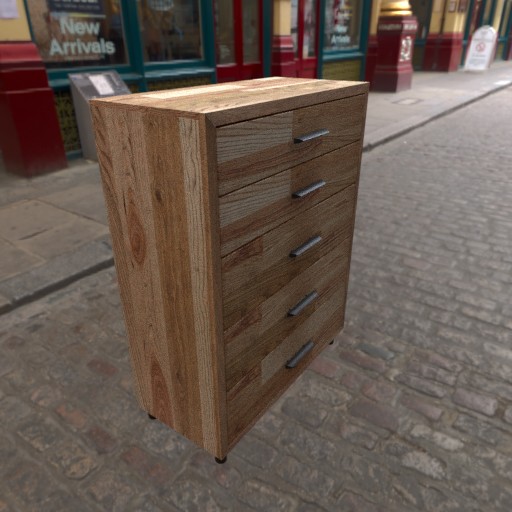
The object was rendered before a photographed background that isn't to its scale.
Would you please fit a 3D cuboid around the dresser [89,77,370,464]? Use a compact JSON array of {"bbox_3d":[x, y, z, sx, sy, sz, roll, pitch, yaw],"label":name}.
[{"bbox_3d":[0.000,0.000,1.761,0.480,1.243,0.966,18,31,32],"label":"dresser"}]
